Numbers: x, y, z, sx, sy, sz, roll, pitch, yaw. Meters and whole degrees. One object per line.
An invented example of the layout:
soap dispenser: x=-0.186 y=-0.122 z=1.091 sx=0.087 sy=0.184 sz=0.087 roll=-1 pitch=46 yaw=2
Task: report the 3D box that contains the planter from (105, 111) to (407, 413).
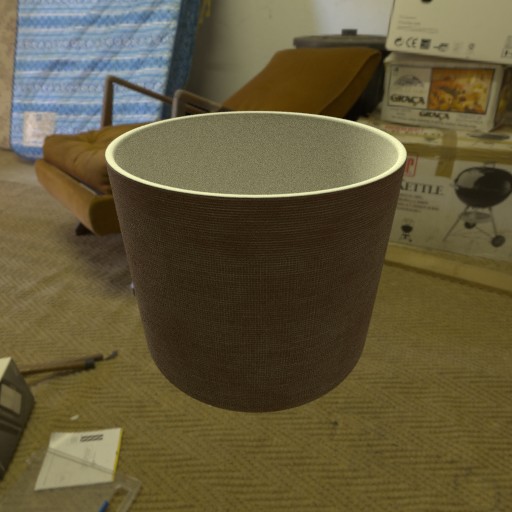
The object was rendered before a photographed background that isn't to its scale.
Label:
planter: x=0.000 y=0.000 z=0.770 sx=0.440 sy=0.398 sz=0.440 roll=0 pitch=30 yaw=0
